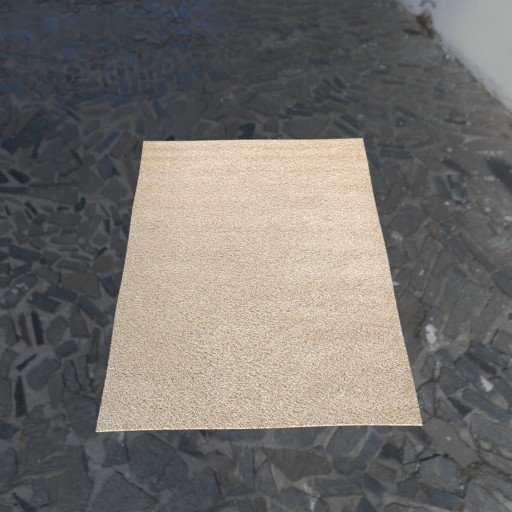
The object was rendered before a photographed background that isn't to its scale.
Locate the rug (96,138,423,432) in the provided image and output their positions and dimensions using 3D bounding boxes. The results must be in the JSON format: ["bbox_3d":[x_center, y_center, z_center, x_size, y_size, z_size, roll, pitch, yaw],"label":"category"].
[{"bbox_3d":[0.000,0.000,4.058,2.400,0.026,3.000,-1,58,-1],"label":"rug"}]
